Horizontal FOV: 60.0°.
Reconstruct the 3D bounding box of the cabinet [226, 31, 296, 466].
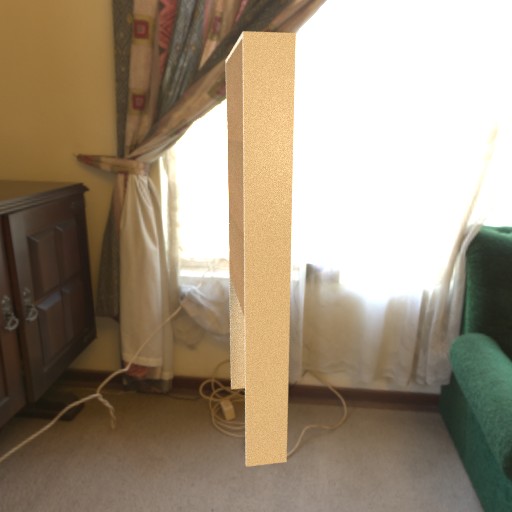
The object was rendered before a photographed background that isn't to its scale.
[{"bbox_3d":[0.000,0.000,2.063,0.192,1.770,0.643,-2,16,-9],"label":"cabinet"}]
